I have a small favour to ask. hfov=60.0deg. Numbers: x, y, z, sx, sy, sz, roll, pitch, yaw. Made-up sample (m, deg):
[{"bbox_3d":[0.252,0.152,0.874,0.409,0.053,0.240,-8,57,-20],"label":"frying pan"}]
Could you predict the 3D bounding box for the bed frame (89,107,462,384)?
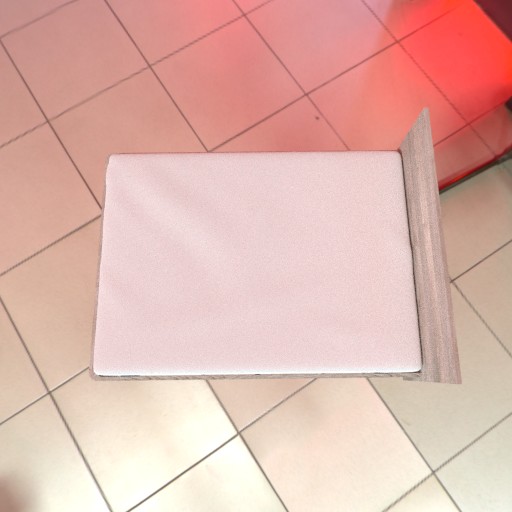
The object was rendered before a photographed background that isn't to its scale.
[{"bbox_3d":[0.000,0.000,2.685,1.950,0.800,1.490,-1,76,0],"label":"bed frame"}]
